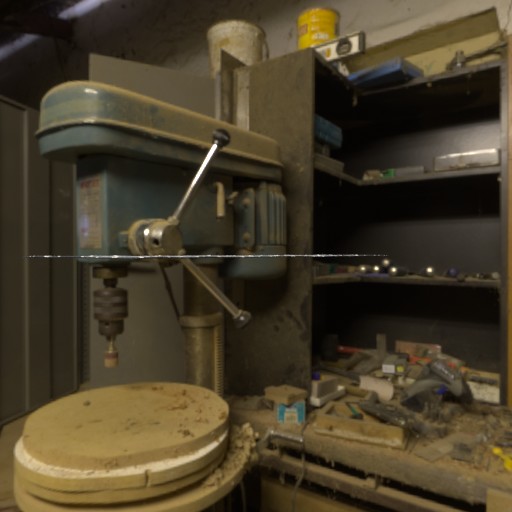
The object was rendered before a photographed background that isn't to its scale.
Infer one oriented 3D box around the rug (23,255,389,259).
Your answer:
[{"bbox_3d":[0.000,0.000,2.730,0.807,0.010,2.476,0,0,36],"label":"rug"}]
